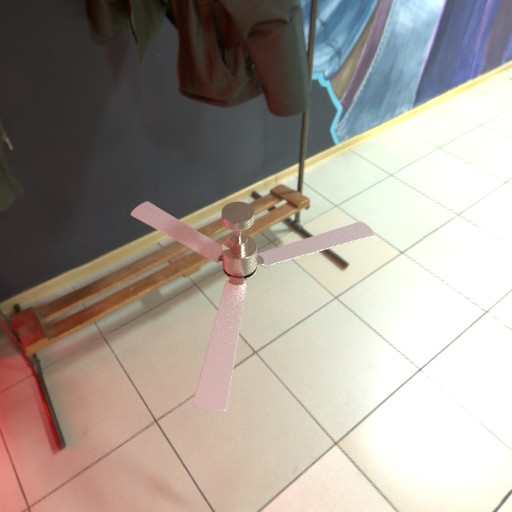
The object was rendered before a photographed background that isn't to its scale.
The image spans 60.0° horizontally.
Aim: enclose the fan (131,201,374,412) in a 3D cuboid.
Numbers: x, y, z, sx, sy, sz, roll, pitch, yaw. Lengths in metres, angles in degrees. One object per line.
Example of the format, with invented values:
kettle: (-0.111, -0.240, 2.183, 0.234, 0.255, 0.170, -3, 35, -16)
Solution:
fan: (0.000, 0.000, 2.408, 1.561, 0.446, 1.531, -4, 46, -4)
